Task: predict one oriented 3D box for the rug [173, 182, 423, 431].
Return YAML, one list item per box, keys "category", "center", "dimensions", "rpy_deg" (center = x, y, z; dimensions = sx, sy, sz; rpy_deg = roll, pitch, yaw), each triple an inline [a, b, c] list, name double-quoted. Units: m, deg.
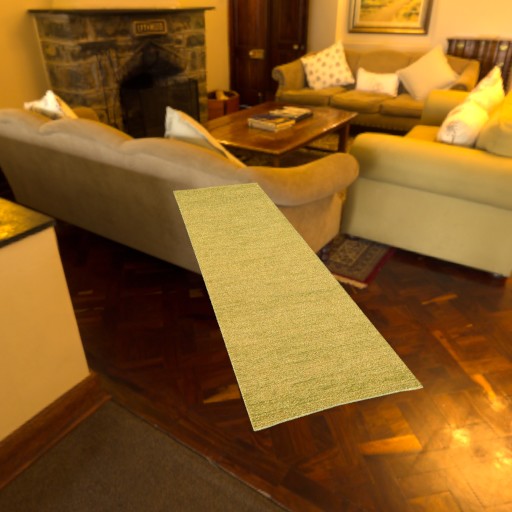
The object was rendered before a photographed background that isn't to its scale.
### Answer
- category: "rug"
  center: [0.000, 0.000, 2.597]
  dimensions: [0.686, 0.013, 2.340]
  rpy_deg: [-8, 31, -14]
